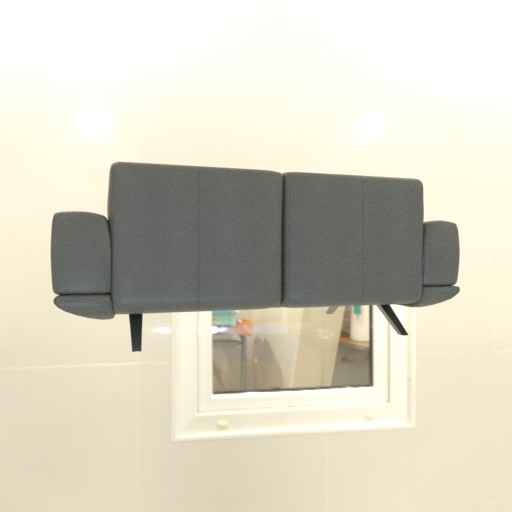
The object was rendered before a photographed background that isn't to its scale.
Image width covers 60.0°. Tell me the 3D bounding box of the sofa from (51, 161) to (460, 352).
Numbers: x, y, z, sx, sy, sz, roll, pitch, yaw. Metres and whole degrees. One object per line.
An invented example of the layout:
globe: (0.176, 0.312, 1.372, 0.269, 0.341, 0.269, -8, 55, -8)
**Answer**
sofa: (0.000, 0.000, 2.375, 1.901, 0.772, 0.900, 0, 0, -17)
